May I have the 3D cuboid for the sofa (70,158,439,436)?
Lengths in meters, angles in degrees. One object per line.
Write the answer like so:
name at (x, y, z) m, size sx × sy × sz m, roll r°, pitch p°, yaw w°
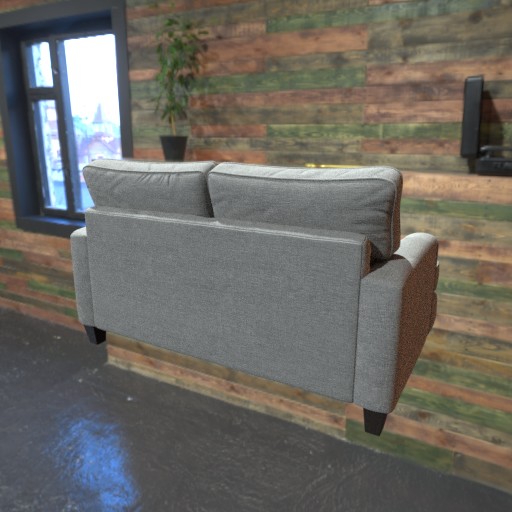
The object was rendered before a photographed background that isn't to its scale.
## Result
sofa at (0.000, 0.000, 2.233) m, size 1.651 × 0.965 × 0.965 m, roll 8°, pitch 17°, yaw 29°
